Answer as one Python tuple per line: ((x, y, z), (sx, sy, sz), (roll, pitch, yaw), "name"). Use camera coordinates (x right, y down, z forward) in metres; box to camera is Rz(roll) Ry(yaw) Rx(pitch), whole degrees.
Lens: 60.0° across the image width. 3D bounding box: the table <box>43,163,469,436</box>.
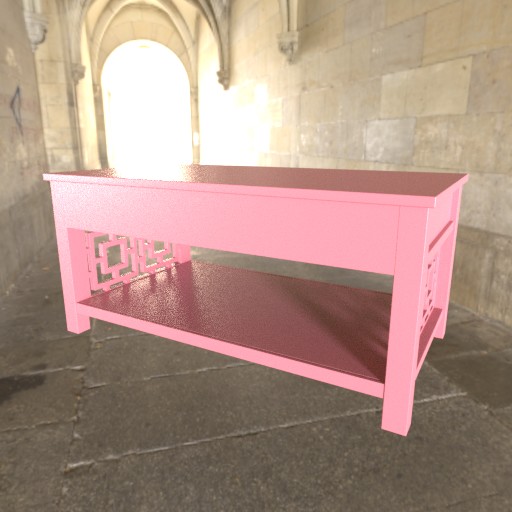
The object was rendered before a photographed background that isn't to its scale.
((0.000, 0.000, 1.343), (1.068, 0.493, 0.612), (8, 17, 29), "table")
